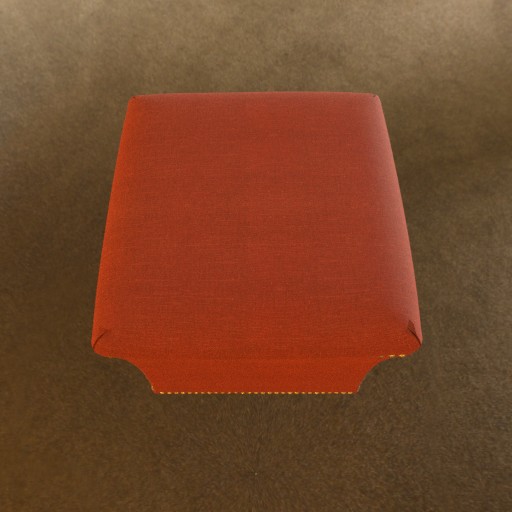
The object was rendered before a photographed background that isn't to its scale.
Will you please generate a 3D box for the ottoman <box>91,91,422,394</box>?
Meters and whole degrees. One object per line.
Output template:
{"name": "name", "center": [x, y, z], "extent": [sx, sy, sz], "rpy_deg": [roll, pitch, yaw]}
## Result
{"name": "ottoman", "center": [0.000, 0.000, 0.913], "extent": [0.497, 0.475, 0.507], "rpy_deg": [0, 64, 0]}
